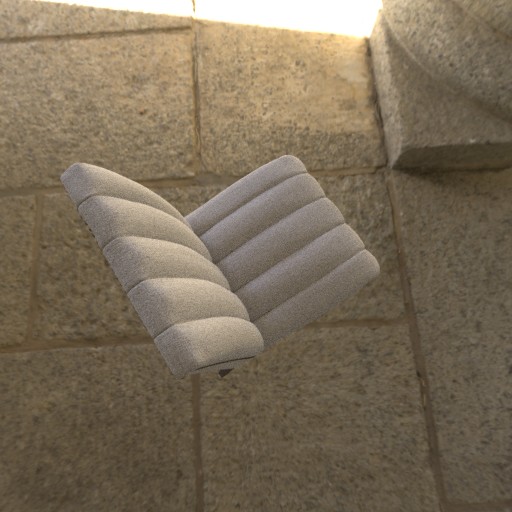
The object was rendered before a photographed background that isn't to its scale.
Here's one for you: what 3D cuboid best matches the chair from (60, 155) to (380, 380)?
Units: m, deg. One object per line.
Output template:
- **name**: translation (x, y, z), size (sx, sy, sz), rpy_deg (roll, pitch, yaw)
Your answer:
- **chair**: translation (0.000, 0.000, 1.351), size (0.647, 1.016, 0.511), rpy_deg (-32, 76, -9)
